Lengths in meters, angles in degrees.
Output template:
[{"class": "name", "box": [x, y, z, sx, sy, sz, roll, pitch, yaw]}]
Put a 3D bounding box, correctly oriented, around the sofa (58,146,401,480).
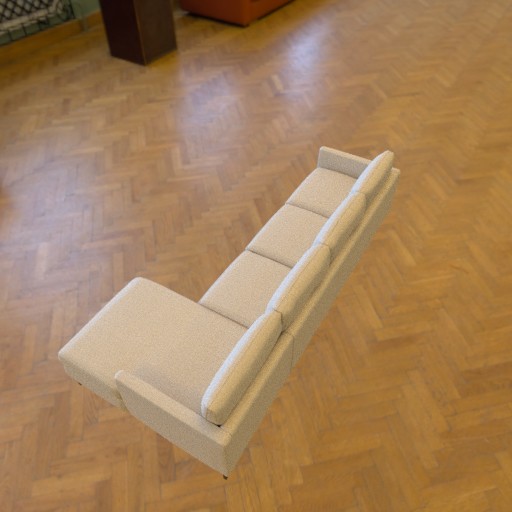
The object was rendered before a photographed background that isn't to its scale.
[{"class": "sofa", "box": [0.000, 0.000, 3.294, 1.258, 0.755, 2.731, 24, 51, 21]}]
